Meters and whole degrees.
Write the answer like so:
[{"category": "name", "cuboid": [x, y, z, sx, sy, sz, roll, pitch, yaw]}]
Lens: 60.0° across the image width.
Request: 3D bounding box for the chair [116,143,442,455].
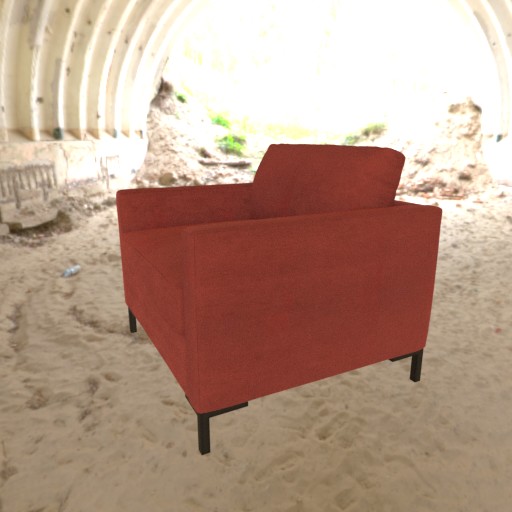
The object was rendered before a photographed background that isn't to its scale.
[{"category": "chair", "cuboid": [0.000, 0.000, 1.667, 0.875, 0.812, 0.964, -8, 17, -26]}]
